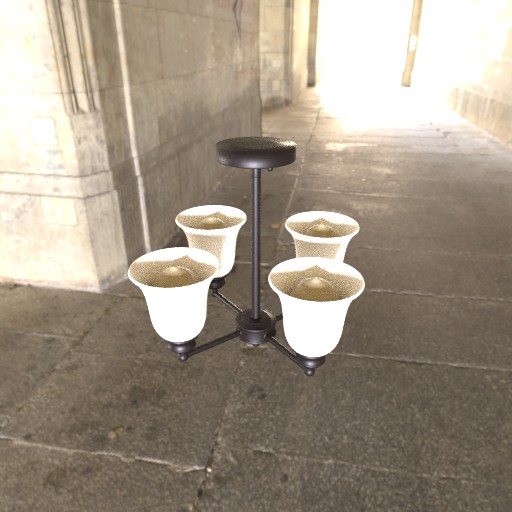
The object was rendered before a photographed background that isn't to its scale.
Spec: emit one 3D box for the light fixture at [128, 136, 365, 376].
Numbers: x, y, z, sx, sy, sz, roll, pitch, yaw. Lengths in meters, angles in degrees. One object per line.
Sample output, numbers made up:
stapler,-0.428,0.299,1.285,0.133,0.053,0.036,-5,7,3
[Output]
light fixture,0.000,0.000,1.854,1.069,0.925,1.069,-17,31,-31
